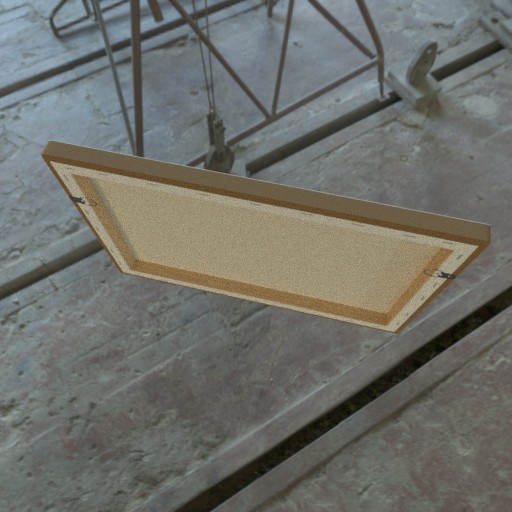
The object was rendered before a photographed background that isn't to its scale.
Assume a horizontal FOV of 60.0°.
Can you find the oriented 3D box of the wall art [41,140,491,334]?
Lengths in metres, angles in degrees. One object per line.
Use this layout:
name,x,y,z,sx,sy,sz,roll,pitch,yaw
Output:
wall art,0.000,0.000,0.480,0.380,0.254,0.019,12,65,6
